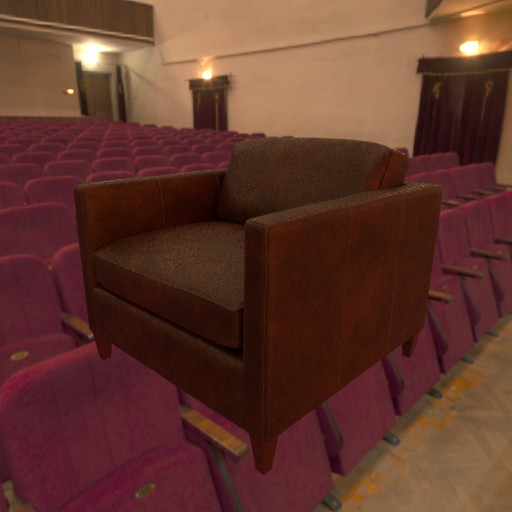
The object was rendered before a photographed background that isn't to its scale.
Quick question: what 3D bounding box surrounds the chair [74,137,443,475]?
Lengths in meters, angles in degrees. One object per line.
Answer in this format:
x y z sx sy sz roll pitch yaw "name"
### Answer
0.000 0.000 1.694 0.990 0.864 0.975 15 22 42 "chair"
